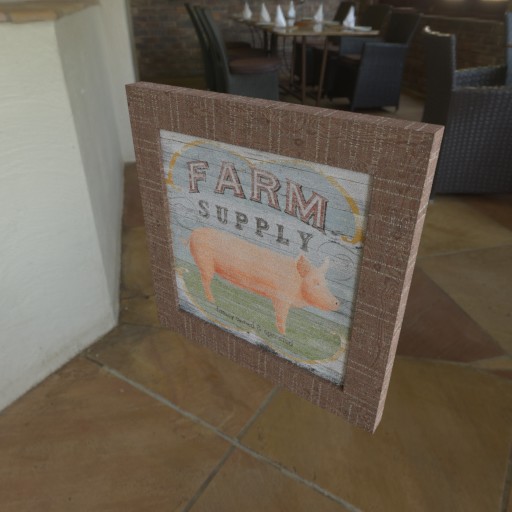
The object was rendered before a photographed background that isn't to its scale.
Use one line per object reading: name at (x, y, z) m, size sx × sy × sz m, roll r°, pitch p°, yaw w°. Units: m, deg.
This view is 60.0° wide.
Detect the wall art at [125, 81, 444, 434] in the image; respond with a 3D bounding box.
wall art at (0.000, 0.000, 0.790) m, size 0.531 × 0.531 × 0.040 m, roll 20°, pitch 36°, yaw 30°
